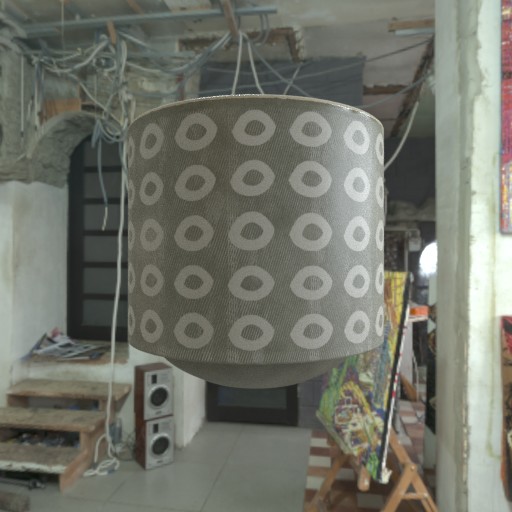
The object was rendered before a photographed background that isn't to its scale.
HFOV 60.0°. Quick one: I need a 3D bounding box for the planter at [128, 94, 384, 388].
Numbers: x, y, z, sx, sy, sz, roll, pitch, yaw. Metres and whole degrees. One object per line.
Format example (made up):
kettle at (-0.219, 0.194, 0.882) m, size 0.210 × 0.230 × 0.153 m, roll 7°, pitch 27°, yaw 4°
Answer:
planter at (0.000, 0.000, 0.451) m, size 0.250 × 0.239 × 0.250 m, roll 0°, pitch 0°, yaw 0°
